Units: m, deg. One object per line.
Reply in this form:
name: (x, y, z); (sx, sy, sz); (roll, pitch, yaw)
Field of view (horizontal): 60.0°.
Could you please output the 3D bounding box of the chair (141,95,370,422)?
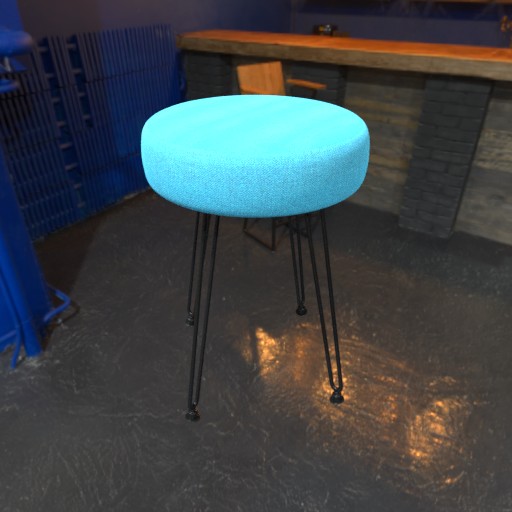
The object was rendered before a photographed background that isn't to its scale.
chair: (0.000, 0.000, 0.694); (0.350, 0.440, 0.350); (21, 37, 30)
